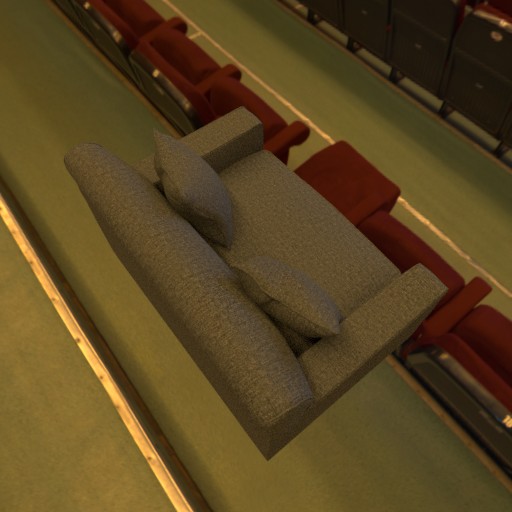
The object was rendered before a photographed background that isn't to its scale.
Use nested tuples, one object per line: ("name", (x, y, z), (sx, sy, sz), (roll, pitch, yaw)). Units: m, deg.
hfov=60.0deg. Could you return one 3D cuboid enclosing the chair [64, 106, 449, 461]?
("chair", (0.000, 0.000, 2.057), (1.000, 0.948, 1.383), (-34, 65, -18))
